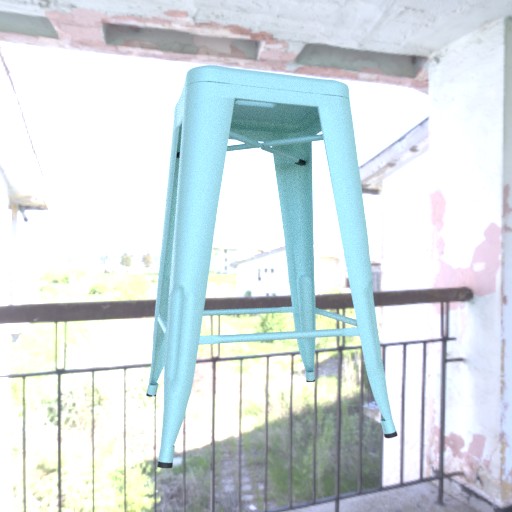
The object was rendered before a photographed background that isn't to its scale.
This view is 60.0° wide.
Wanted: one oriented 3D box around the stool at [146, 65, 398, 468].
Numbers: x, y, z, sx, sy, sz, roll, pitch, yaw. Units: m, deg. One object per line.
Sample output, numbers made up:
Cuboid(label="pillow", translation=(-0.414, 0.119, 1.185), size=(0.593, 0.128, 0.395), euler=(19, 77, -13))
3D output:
Cuboid(label="stool", translation=(0.000, 0.000, 0.853), size=(0.399, 0.609, 0.359), euler=(0, 0, -17))
